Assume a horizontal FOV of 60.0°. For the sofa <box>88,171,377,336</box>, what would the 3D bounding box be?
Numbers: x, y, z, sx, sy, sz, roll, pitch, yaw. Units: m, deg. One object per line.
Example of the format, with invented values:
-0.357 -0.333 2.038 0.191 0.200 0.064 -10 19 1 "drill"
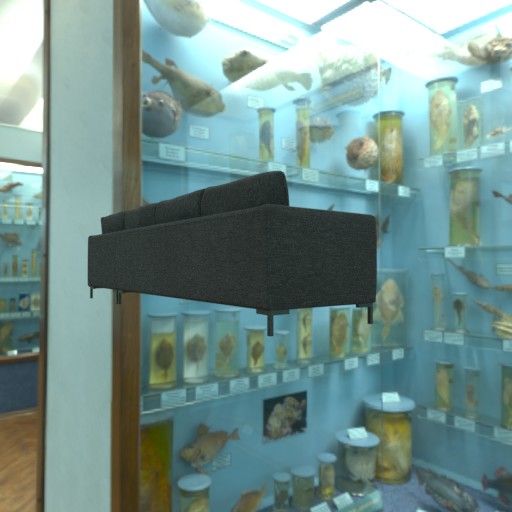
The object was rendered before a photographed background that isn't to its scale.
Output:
0.000 0.000 3.801 2.007 0.815 2.949 1 -1 -36 "sofa"
